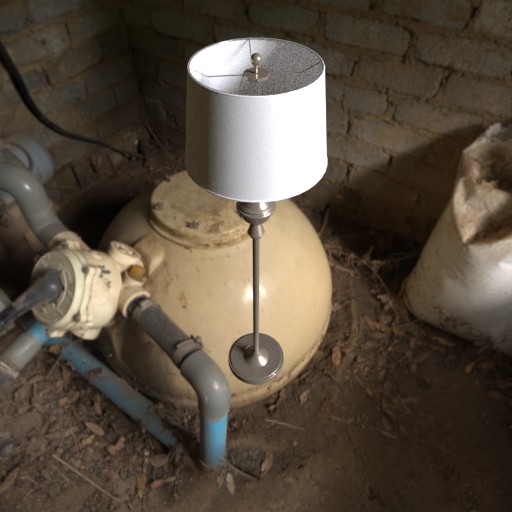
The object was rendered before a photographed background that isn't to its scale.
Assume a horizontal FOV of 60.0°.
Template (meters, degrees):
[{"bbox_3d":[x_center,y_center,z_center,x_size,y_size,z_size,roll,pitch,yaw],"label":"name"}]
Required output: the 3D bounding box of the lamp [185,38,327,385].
[{"bbox_3d":[0.000,0.000,1.661,0.431,1.488,0.431,0,46,0],"label":"lamp"}]
